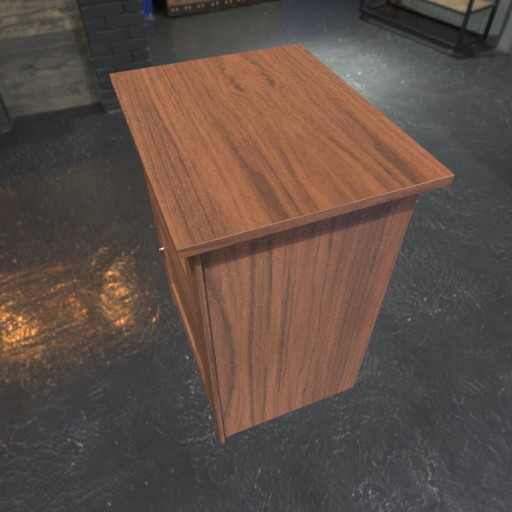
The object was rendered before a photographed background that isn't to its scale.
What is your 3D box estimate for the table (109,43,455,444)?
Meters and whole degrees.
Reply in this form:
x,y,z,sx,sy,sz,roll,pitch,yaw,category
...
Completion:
x,y,z,sx,sy,sz,roll,pitch,yaw,category
0.000,0.000,0.927,0.381,0.636,0.480,-16,49,-15,table
